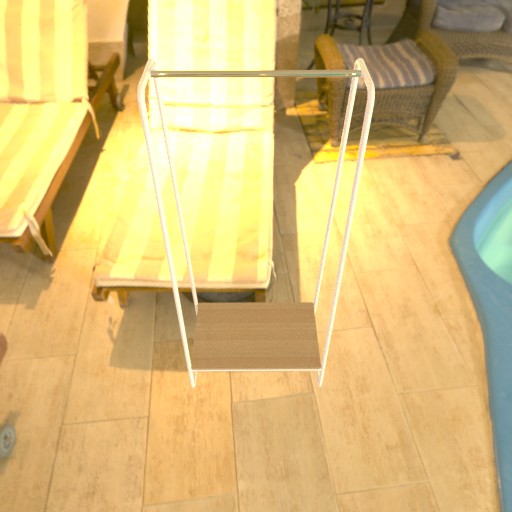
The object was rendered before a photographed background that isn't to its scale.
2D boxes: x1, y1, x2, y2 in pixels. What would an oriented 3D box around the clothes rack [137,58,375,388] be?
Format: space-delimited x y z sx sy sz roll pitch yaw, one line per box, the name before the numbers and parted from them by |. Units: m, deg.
clothes rack | 0.000 0.000 1.785 0.640 1.500 0.400 0 46 0
